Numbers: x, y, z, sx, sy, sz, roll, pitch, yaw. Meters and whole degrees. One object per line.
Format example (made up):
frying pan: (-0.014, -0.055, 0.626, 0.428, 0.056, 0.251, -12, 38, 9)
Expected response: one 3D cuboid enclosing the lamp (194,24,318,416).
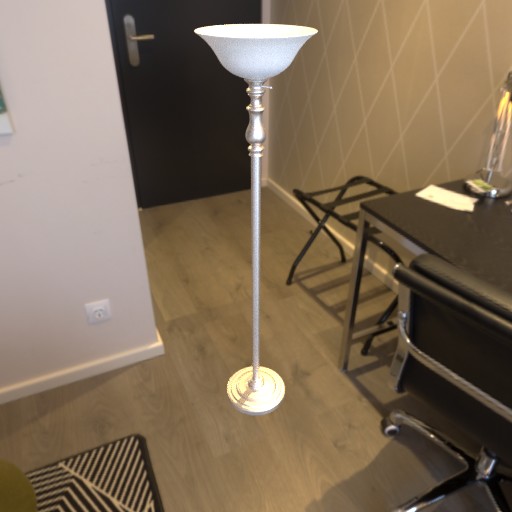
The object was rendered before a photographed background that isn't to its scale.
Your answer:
lamp: (0.000, 0.000, 1.941, 0.405, 1.771, 0.405, 20, 38, 29)
